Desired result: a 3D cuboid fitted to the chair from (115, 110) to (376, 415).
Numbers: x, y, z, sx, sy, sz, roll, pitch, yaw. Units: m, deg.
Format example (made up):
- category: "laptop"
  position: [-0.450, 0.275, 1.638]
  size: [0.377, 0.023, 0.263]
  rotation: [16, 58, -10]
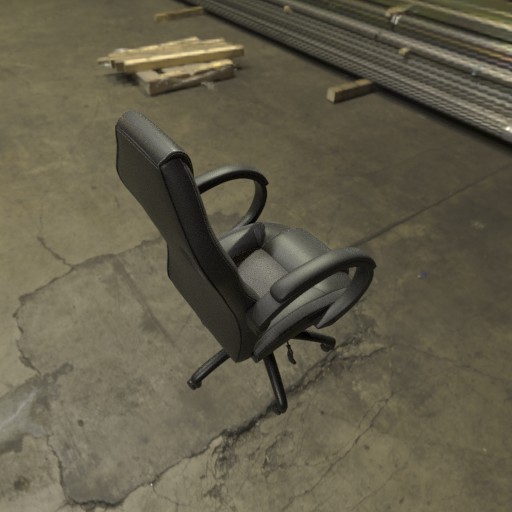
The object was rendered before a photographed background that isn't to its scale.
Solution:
- category: "chair"
  position: [0.000, 0.000, 1.600]
  size: [0.724, 1.187, 0.673]
  rotation: [-26, 49, -25]
